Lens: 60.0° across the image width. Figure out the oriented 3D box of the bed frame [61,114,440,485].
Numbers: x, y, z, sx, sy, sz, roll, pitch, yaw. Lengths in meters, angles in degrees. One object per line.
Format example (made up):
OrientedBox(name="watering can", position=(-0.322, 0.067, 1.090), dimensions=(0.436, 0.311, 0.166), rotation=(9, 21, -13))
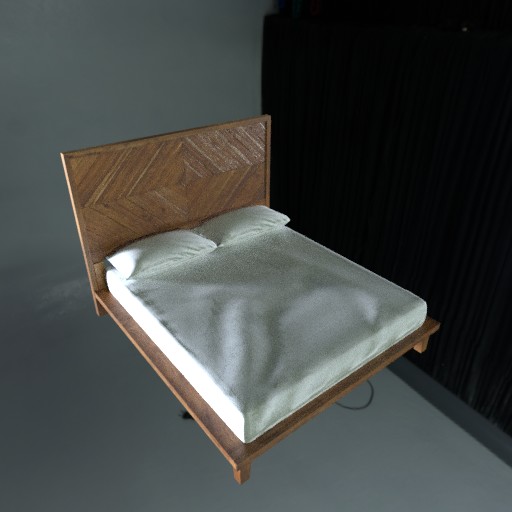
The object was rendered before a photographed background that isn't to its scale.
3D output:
OrientedBox(name="bed frame", position=(0.000, 0.000, 3.554), dimensions=(2.038, 1.537, 2.235), rotation=(-22, 37, -32))
